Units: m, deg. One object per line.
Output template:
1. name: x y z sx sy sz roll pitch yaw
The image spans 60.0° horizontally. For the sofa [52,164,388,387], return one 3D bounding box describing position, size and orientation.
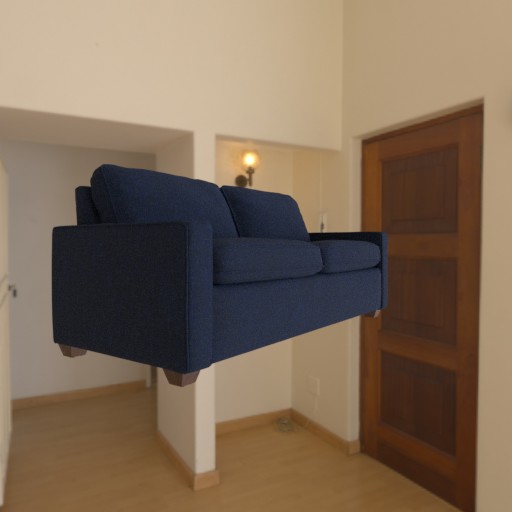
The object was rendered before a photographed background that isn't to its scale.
1. sofa: 0.000 0.000 2.641 0.940 0.919 2.080 1 2 36
